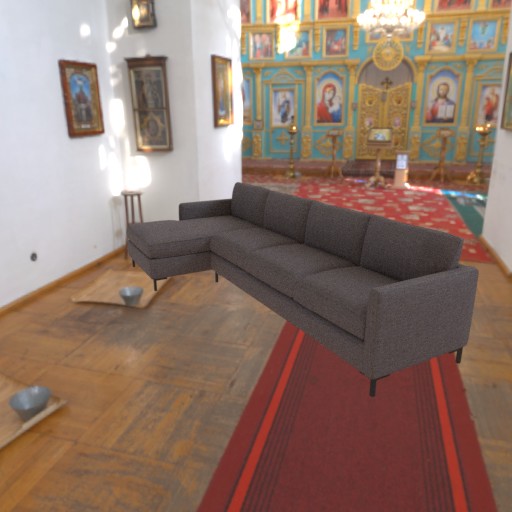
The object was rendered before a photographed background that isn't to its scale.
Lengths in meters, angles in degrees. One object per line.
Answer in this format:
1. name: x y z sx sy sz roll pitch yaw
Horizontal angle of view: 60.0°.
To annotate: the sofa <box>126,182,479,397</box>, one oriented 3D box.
1. sofa: 0.000 0.000 3.247 1.258 0.754 2.731 -9 19 -28
